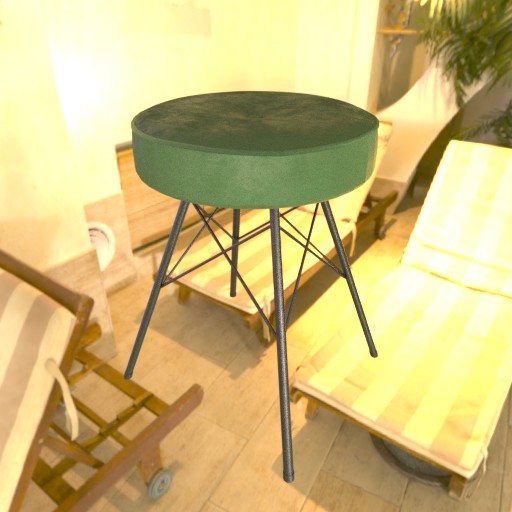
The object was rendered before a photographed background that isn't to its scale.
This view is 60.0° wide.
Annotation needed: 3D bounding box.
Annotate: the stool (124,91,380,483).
[{"bbox_3d":[0.000,0.000,0.913,0.457,0.595,0.430,19,35,30],"label":"stool"}]
